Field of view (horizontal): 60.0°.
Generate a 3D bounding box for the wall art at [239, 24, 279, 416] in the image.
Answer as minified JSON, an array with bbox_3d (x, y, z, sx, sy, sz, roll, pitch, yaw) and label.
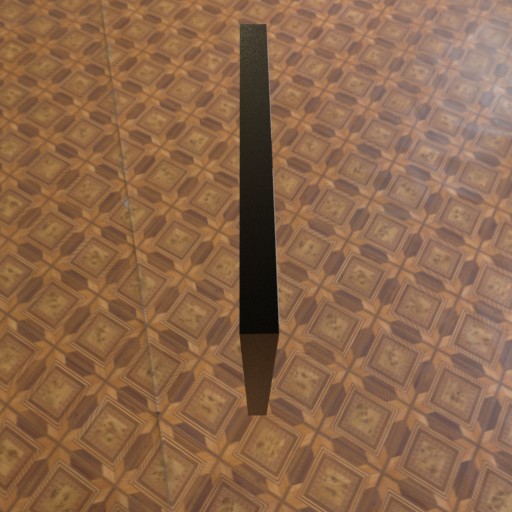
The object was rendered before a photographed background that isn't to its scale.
[{"bbox_3d":[0.000,0.000,0.767,0.039,0.553,0.451,-1,63,0],"label":"wall art"}]
